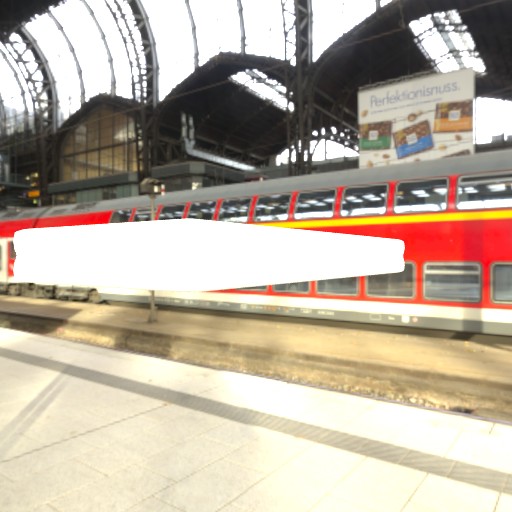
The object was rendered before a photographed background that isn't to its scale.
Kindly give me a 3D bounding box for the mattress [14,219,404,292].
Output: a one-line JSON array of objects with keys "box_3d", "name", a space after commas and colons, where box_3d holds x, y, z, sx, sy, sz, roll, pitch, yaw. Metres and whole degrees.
[{"box_3d": [0.000, 0.000, 2.183, 0.900, 0.200, 1.900, 0, 0, 35], "name": "mattress"}]
